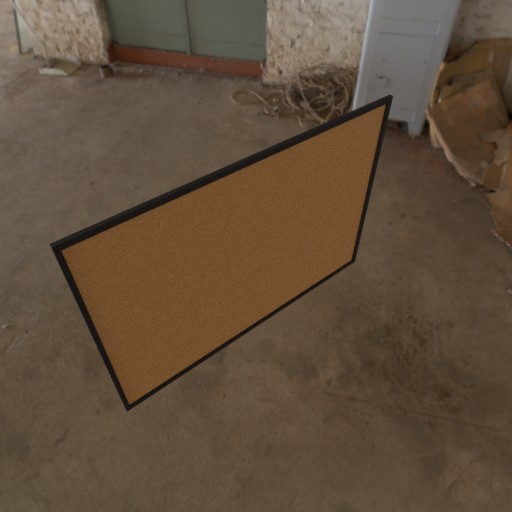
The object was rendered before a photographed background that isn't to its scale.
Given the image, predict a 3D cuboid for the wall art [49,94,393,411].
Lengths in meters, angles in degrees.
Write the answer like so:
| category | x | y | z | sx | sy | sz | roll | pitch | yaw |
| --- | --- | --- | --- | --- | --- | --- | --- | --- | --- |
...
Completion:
| category | x | y | z | sx | sy | sz | roll | pitch | yaw |
| --- | --- | --- | --- | --- | --- | --- | --- | --- | --- |
| wall art | 0.000 | 0.000 | 1.259 | 0.963 | 0.665 | 0.013 | -30 | 52 | -26 |
